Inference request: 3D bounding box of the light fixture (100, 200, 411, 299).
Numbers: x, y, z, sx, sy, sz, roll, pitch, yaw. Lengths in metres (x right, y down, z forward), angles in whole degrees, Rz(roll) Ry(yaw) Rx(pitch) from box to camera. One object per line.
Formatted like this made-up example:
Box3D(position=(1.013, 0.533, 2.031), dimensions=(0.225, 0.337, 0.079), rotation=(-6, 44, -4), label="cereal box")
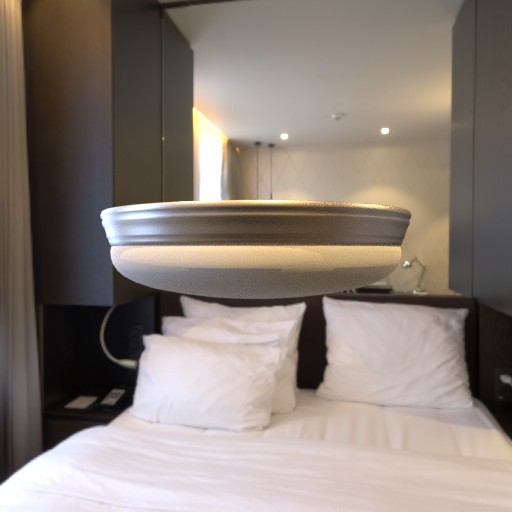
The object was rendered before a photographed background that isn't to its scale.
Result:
Box3D(position=(0.000, 0.000, 0.556), dimensions=(0.368, 0.100, 0.368), rotation=(0, 1, 0), label="light fixture")
